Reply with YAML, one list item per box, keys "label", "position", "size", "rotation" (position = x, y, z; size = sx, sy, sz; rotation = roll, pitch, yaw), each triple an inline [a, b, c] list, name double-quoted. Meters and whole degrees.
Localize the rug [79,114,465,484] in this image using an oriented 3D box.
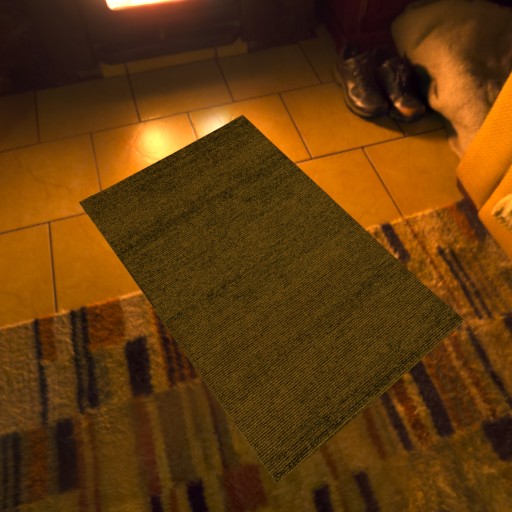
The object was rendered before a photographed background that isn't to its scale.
- label: "rug"
  position: [0.000, 0.000, 2.282]
  size: [1.145, 0.021, 1.777]
  rotation: [-33, 64, -18]
